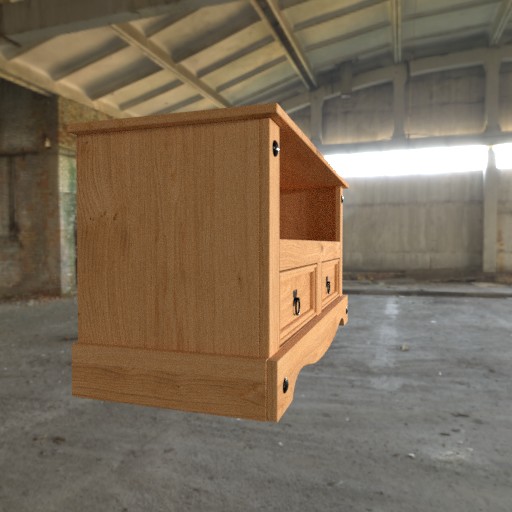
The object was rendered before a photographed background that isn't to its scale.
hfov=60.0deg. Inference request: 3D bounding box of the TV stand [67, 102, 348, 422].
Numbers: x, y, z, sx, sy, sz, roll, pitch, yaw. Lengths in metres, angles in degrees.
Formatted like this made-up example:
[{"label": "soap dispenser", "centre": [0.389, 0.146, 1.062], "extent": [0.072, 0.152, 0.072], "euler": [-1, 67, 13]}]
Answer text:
[{"label": "TV stand", "centre": [0.000, 0.000, 1.334], "extent": [0.440, 0.550, 1.080], "euler": [0, 2, 18]}]
